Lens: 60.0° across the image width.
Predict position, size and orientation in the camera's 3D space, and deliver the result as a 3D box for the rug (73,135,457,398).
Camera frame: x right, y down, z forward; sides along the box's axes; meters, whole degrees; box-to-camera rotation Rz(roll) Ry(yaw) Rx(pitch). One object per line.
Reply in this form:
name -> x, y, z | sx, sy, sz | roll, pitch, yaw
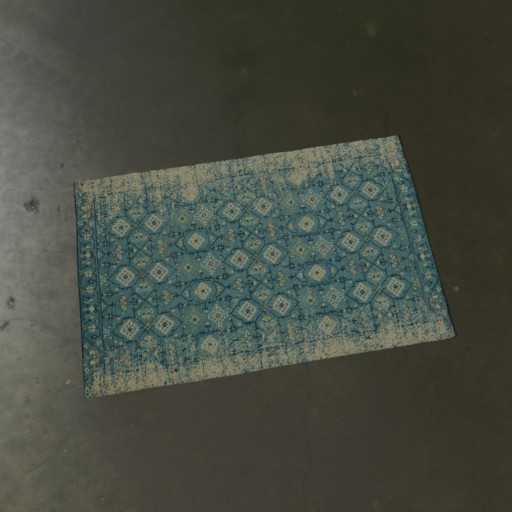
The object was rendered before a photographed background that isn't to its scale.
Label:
rug -> 0.000, 0.000, 3.064 | 2.449, 0.015, 1.530 | -9, 74, -3
